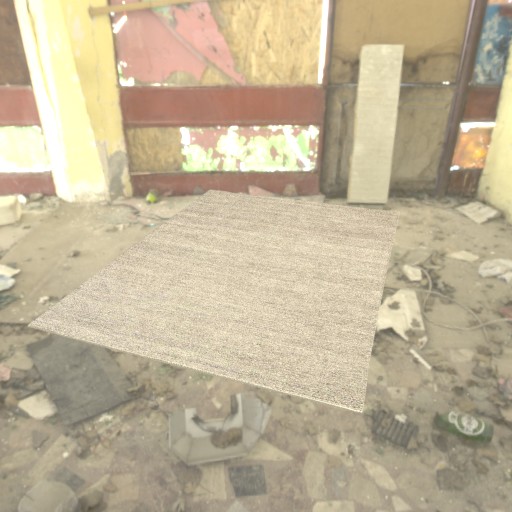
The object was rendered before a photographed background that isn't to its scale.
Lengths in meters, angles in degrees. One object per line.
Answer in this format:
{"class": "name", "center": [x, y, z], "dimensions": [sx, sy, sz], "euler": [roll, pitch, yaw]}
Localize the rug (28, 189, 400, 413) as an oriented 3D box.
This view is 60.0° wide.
{"class": "rug", "center": [0.000, 0.000, 4.212], "dimensions": [2.434, 0.045, 3.202], "euler": [10, 29, 17]}
